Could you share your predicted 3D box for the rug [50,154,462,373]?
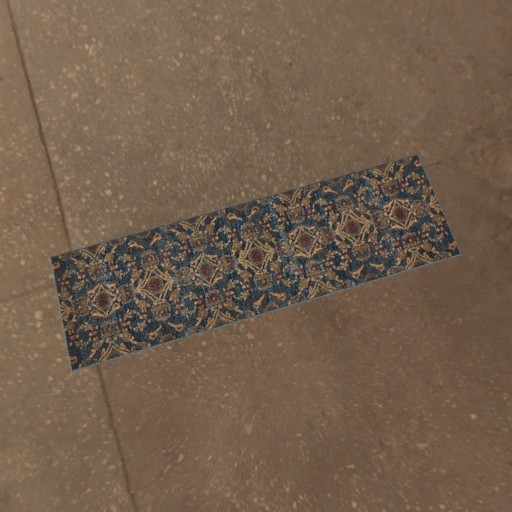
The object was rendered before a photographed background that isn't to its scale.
[{"bbox_3d":[0.000,0.000,2.571,2.292,0.014,0.685,-16,76,-4],"label":"rug"}]
